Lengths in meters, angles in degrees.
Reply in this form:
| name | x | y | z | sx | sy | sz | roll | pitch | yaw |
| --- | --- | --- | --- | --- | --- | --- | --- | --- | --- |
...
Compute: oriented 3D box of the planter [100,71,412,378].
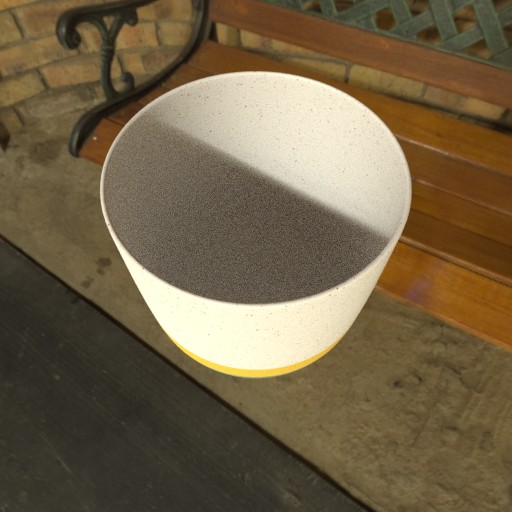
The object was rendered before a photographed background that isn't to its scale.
| name | x | y | z | sx | sy | sz | roll | pitch | yaw |
| --- | --- | --- | --- | --- | --- | --- | --- | --- | --- |
| planter | 0.000 | 0.000 | 0.371 | 0.195 | 0.214 | 0.195 | 0 | 58 | 0 |
